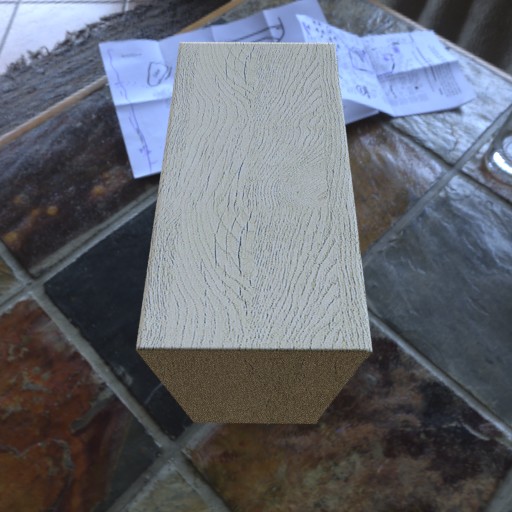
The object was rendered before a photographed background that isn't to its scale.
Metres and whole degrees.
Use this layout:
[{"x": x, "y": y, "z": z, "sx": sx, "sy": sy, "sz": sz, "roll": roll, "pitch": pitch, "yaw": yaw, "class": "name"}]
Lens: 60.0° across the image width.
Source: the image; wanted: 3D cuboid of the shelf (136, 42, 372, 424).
[{"x": 0.000, "y": 0.000, "z": 1.265, "sx": 0.390, "sy": 0.786, "sz": 0.790, "roll": 0, "pitch": 61, "yaw": 0, "class": "shelf"}]
